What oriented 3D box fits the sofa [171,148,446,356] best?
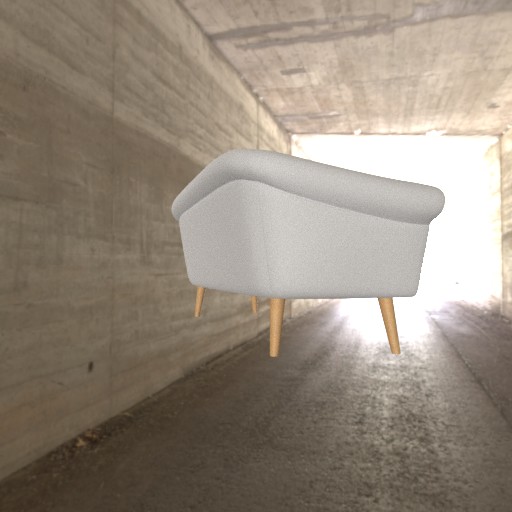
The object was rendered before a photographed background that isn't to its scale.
[{"bbox_3d":[0.000,0.000,2.534,0.827,0.795,2.160,1,-2,-19],"label":"sofa"}]
